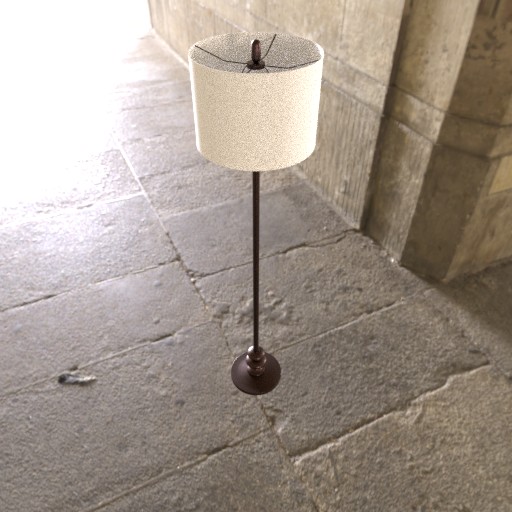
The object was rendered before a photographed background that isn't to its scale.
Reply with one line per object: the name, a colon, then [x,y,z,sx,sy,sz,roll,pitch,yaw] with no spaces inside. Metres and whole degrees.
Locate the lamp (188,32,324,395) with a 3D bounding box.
lamp: [0.000,0.000,1.637,0.356,1.487,0.356,13,43,14]
